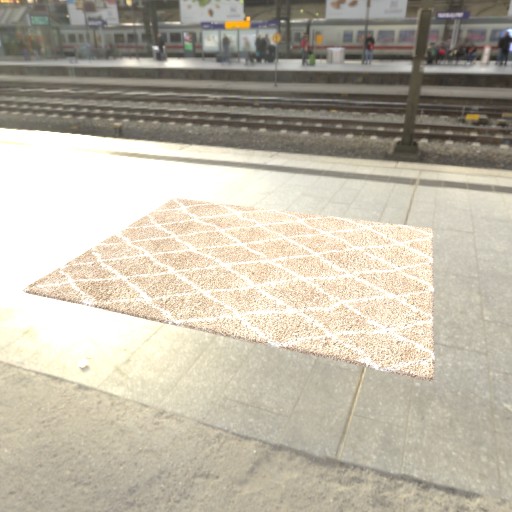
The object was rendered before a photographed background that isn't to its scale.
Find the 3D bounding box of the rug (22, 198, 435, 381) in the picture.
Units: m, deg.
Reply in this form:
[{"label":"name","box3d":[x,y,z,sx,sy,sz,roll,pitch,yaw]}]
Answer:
[{"label":"rug","box3d":[0.000,0.000,4.036,3.047,0.029,2.438,9,27,18]}]
